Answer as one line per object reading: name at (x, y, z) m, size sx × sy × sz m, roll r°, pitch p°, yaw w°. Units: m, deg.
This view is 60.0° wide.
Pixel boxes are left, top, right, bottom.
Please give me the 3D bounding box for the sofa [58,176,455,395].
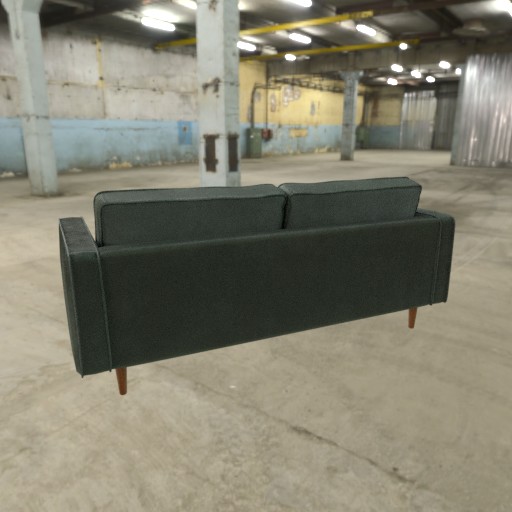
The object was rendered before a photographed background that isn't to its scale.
sofa at (0.000, 0.000, 2.254) m, size 1.816 × 0.781 × 0.886 m, roll -7°, pitch 16°, yaw -24°
